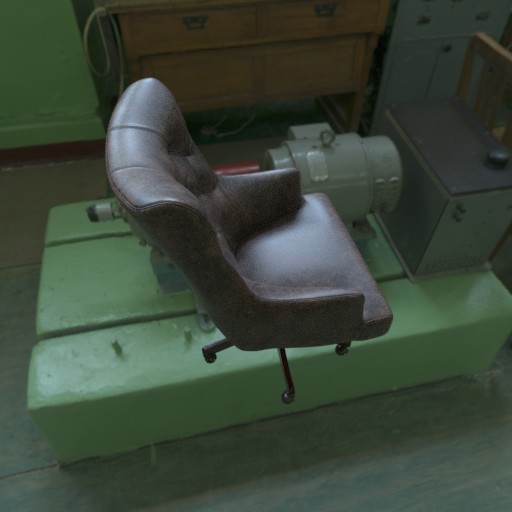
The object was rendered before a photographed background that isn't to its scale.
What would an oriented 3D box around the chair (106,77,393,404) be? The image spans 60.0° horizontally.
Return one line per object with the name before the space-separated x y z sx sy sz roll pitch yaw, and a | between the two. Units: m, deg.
chair | 0.000 0.000 1.488 0.762 1.035 0.641 -10 48 -9
